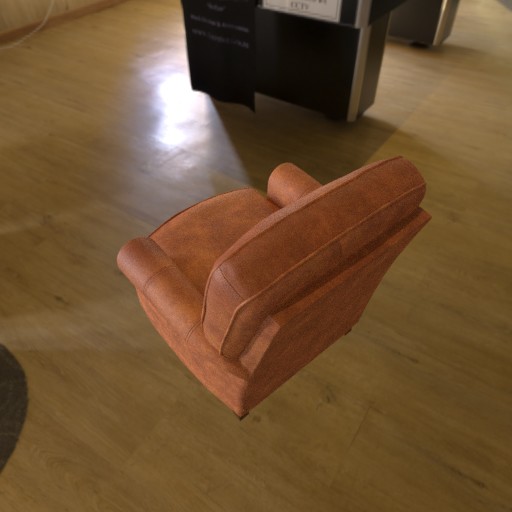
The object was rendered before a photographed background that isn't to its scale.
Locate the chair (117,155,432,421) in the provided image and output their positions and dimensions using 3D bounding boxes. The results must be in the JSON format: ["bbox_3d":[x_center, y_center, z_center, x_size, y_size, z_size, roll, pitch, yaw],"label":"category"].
[{"bbox_3d":[0.000,0.000,1.796,0.936,1.018,0.986,-31,53,-27],"label":"chair"}]
